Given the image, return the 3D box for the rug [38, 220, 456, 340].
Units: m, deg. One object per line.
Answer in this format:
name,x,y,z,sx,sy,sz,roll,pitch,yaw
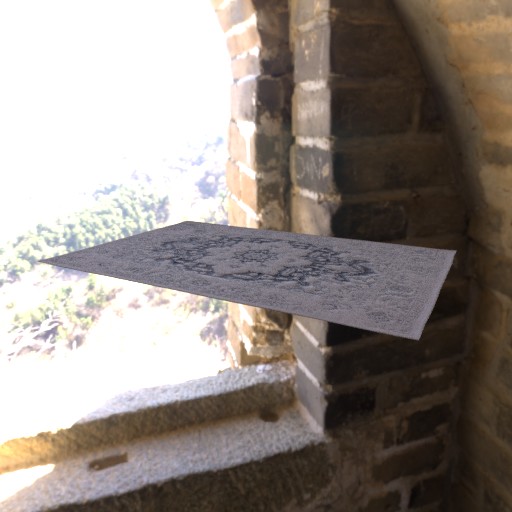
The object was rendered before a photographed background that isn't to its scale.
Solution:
rug,0.000,0.000,2.297,1.813,0.008,1.223,8,18,27
